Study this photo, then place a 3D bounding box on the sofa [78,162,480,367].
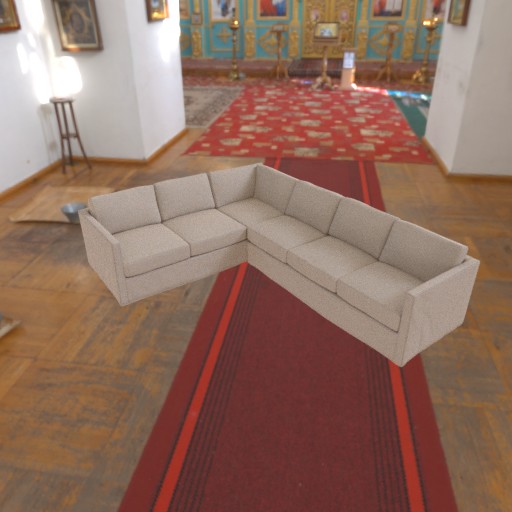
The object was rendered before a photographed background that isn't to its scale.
[{"bbox_3d":[0.000,0.000,4.370,2.432,0.871,3.182,-19,34,-31],"label":"sofa"}]
